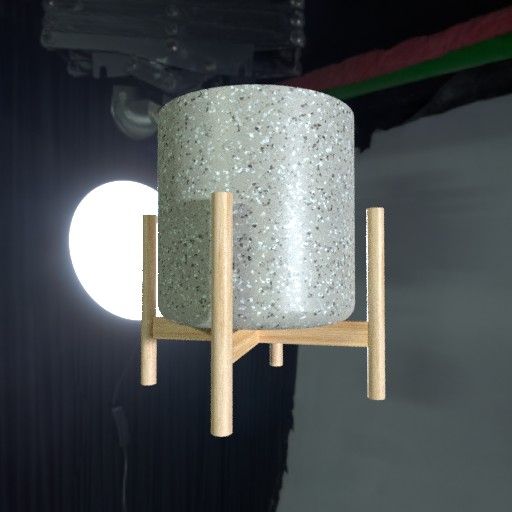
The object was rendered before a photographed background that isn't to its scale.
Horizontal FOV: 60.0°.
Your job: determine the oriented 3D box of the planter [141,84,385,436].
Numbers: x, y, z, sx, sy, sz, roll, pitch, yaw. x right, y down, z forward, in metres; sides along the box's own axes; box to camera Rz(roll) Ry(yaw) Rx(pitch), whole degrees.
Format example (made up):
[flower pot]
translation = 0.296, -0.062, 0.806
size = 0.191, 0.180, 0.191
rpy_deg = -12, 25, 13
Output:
[planter]
translation = 0.000, 0.000, 0.696
size = 0.360, 0.419, 0.360
rpy_deg = -1, -2, 35
